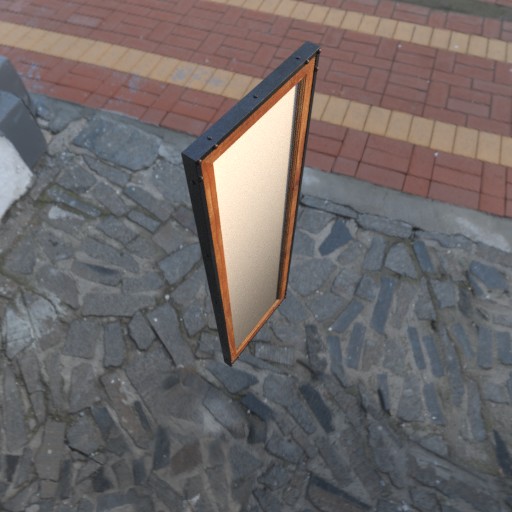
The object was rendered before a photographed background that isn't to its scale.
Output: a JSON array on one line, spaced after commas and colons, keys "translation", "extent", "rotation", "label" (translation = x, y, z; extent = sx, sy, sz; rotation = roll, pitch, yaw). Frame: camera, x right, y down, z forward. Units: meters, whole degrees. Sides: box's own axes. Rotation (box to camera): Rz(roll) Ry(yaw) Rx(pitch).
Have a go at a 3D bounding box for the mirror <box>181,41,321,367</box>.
[{"translation": [0.000, 0.000, 1.208], "extent": [0.042, 1.080, 0.354], "rotation": [33, 65, 18], "label": "mirror"}]
